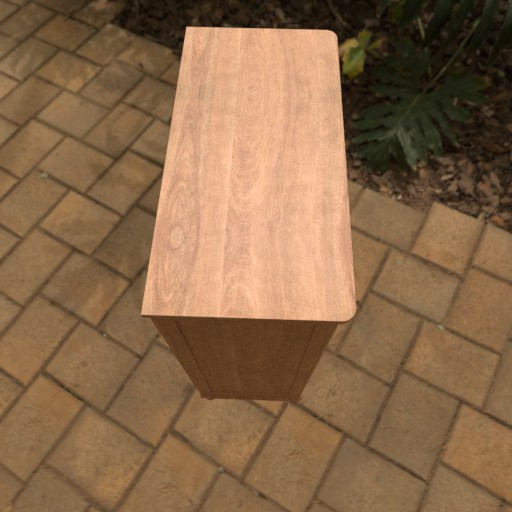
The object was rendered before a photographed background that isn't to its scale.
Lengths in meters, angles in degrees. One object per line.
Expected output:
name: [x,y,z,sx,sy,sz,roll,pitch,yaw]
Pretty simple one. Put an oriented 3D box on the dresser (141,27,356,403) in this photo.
dresser: [0.000,0.000,1.793,0.484,1.318,0.973,2,63,1]
